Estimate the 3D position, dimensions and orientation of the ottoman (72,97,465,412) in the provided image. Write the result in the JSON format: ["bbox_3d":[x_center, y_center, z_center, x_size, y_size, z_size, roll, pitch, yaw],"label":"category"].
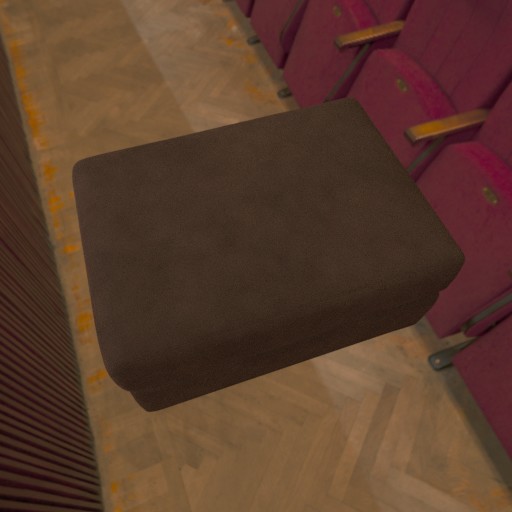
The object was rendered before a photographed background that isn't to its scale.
[{"bbox_3d":[0.000,0.000,1.154,0.773,0.497,0.574,-16,59,-10],"label":"ottoman"}]
